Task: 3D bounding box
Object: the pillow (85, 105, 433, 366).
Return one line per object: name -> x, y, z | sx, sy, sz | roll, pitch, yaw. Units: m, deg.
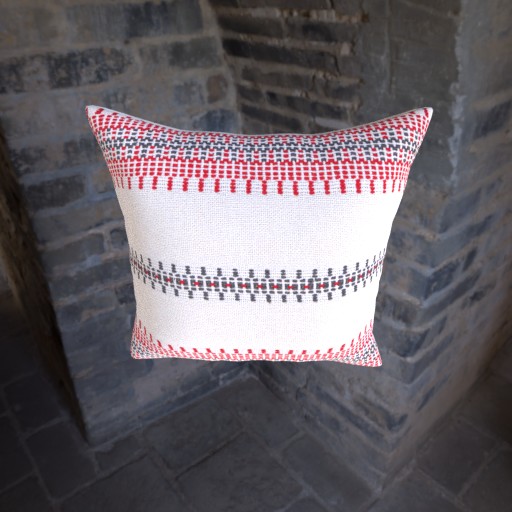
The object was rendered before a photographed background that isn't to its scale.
pillow -> 0.000, 0.000, 0.698 | 0.463, 0.454, 0.160 | 1, 30, 2
